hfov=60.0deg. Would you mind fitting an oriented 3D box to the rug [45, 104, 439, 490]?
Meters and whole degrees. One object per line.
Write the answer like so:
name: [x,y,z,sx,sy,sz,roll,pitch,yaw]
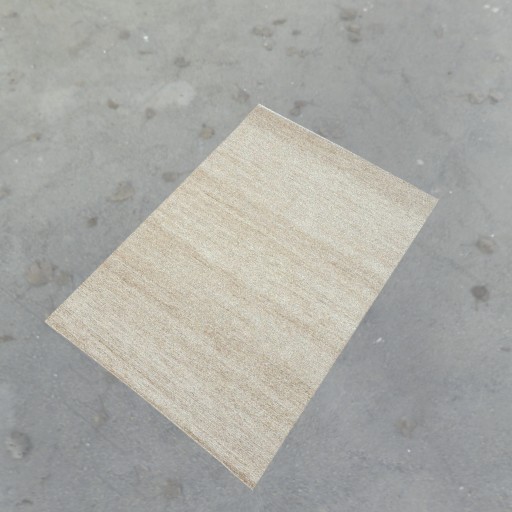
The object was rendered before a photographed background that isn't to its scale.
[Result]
rug: [0.000,0.000,2.957,1.596,0.030,2.283,33,67,16]
